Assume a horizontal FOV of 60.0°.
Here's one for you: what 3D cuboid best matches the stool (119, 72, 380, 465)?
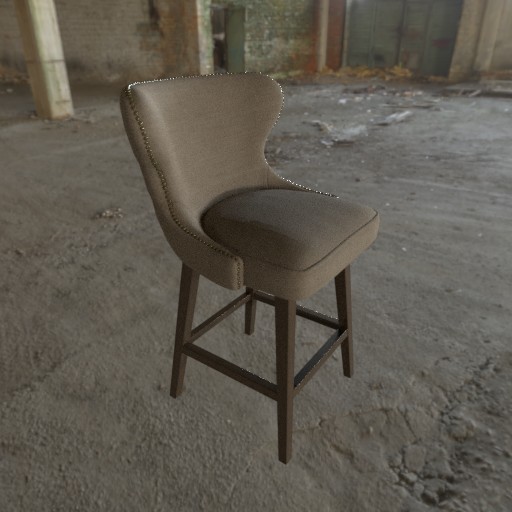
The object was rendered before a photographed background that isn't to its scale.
[{"bbox_3d":[0.000,0.000,1.321,0.597,0.972,0.615,18,32,31],"label":"stool"}]
